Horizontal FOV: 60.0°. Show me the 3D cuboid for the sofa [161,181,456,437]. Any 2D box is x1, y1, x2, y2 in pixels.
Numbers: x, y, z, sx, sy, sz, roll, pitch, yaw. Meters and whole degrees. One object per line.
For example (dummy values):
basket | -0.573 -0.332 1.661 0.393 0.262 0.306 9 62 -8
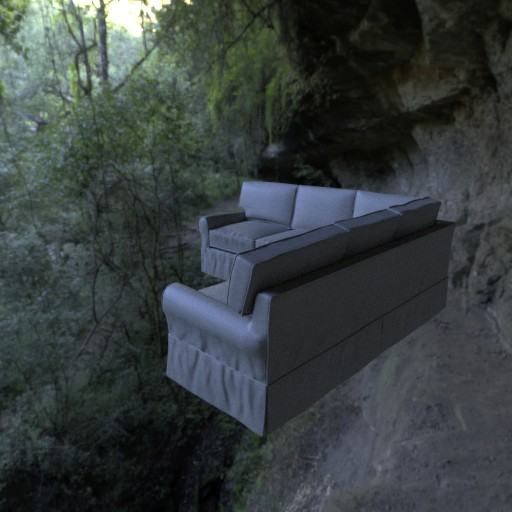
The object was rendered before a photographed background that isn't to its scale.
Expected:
sofa | 0.000 0.000 4.096 2.618 1.081 2.623 15 22 42
